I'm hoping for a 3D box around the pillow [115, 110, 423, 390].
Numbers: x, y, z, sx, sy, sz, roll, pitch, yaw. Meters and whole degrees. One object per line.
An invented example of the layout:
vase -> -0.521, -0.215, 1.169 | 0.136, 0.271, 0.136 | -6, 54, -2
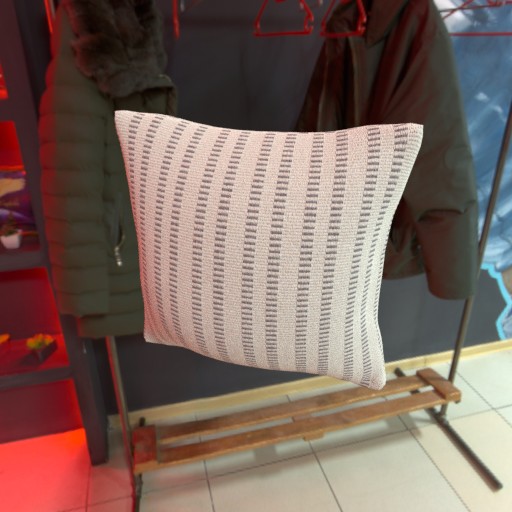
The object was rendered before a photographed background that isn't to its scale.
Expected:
pillow -> 0.000, 0.000, 0.686 | 0.438, 0.419, 0.247 | 8, 27, 15
